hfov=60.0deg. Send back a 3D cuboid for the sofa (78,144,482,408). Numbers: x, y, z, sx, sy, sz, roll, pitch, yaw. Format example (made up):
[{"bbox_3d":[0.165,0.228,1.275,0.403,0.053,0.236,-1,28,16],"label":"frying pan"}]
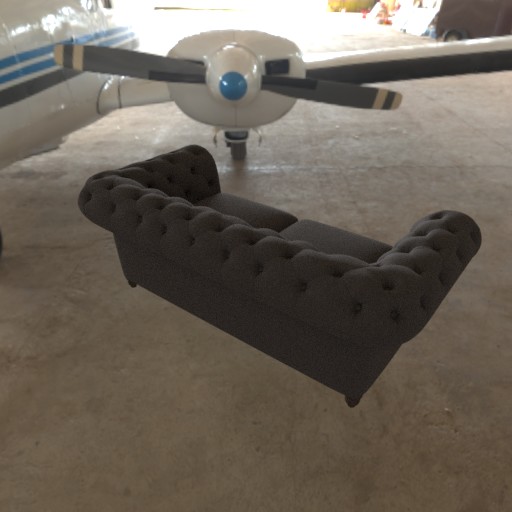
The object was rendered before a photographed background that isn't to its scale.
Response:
[{"bbox_3d":[0.000,0.000,2.428,1.998,0.764,0.986,22,37,32],"label":"sofa"}]
